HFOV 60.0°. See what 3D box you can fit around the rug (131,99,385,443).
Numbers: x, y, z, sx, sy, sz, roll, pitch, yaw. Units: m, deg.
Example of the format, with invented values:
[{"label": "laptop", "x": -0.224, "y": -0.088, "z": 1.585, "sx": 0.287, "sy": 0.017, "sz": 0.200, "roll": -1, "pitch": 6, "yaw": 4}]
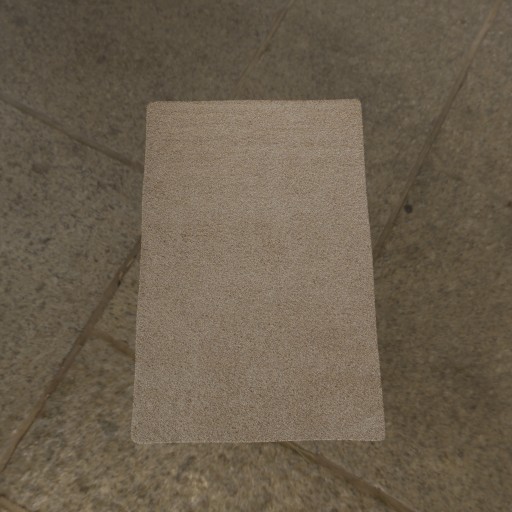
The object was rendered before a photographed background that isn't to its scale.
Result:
[{"label": "rug", "x": 0.000, "y": 0.000, "z": 3.440, "sx": 1.801, "sy": 0.024, "sz": 2.700, "roll": -1, "pitch": 77, "yaw": 0}]
